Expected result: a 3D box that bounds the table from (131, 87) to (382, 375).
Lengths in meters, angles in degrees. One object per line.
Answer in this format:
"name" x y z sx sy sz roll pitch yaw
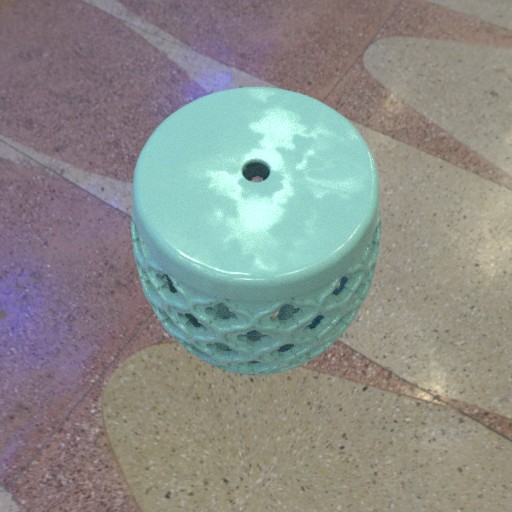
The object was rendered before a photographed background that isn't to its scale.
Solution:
"table" 0.000 0.000 0.638 0.325 0.388 0.325 0 62 0
